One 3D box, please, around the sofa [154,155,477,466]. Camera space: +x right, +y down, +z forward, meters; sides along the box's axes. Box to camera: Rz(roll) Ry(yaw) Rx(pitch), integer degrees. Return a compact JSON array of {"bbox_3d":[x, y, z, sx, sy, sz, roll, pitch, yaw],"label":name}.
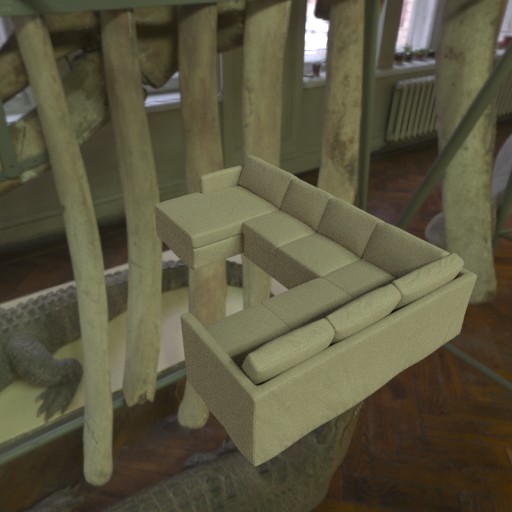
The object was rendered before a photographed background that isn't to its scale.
[{"bbox_3d":[0.000,0.000,4.677,2.476,0.878,3.528,-20,38,-29],"label":"sofa"}]
